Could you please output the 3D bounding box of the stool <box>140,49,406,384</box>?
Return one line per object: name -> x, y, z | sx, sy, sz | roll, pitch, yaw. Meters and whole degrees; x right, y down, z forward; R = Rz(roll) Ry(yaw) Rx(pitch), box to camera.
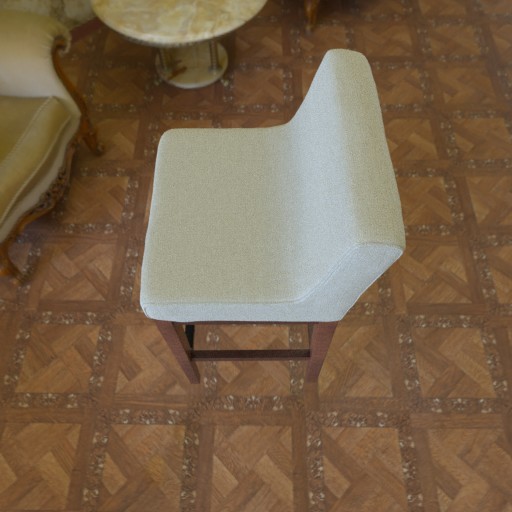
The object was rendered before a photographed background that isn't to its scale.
stool -> 0.000, 0.000, 1.224 | 0.500, 0.937, 0.511 | -1, 60, 0
